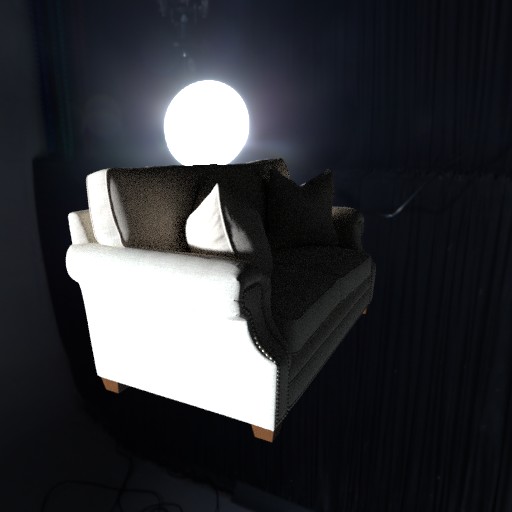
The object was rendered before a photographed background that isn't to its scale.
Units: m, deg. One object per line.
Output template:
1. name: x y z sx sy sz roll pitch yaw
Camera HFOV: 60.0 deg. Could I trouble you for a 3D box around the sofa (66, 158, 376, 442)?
1. sofa: 0.000 0.000 2.331 0.966 0.966 1.701 7 16 26
